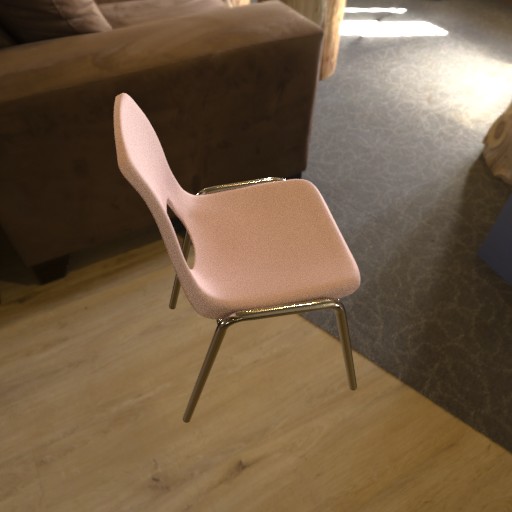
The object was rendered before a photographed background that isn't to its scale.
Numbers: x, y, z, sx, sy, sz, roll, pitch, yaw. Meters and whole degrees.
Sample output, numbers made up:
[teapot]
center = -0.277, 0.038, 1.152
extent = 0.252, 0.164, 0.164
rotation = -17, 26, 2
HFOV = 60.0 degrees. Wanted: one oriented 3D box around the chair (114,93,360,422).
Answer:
[chair]
center = 0.000, 0.000, 0.941
extent = 0.436, 0.704, 0.381
rotation = -10, 49, -9
